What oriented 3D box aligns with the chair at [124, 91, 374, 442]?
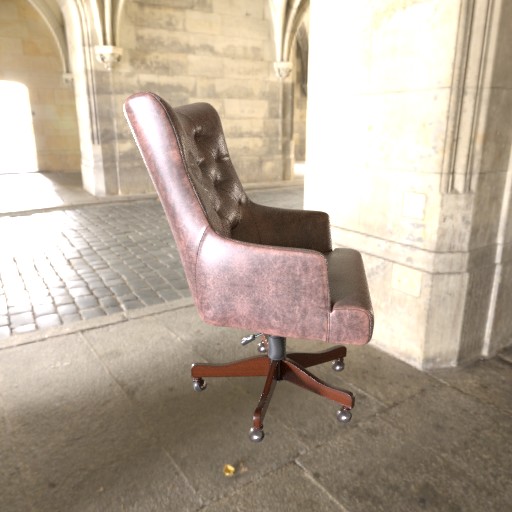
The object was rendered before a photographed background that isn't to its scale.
[{"bbox_3d":[0.000,0.000,1.528,0.762,1.035,0.641,3,16,9],"label":"chair"}]
